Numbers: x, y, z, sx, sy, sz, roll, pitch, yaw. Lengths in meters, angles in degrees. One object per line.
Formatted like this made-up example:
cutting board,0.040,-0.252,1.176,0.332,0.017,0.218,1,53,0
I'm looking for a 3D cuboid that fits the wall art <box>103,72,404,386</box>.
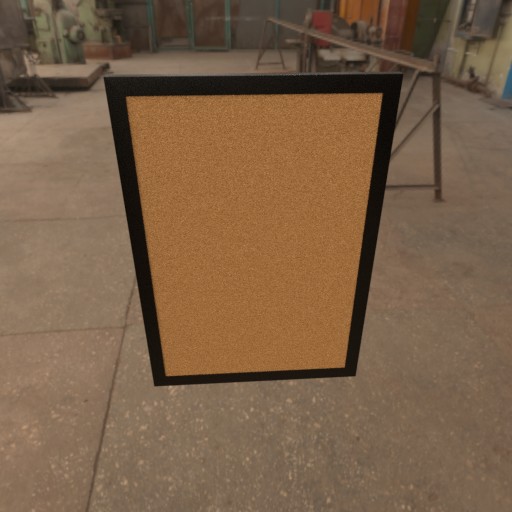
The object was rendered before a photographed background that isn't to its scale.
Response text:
wall art,0.000,0.000,0.855,0.462,0.656,0.019,-2,31,-3
